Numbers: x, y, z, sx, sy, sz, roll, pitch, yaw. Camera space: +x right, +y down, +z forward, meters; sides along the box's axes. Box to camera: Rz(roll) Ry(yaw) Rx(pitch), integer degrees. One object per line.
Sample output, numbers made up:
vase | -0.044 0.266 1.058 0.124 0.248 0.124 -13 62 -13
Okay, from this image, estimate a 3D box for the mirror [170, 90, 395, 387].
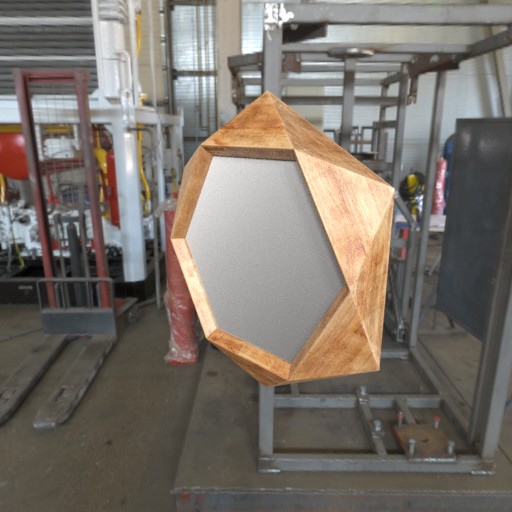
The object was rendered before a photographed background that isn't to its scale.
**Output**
mirror | 0.000 0.000 1.104 0.091 0.779 0.675 -15 22 -43
